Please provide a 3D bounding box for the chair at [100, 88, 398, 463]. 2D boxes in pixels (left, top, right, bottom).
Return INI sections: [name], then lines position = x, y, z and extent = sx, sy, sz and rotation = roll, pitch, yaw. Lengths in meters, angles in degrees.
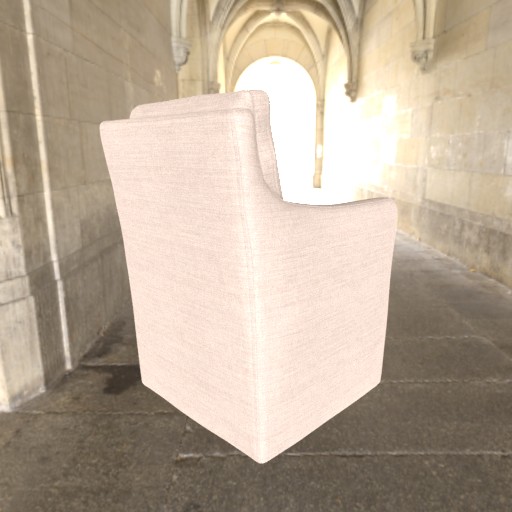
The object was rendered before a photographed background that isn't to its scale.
[chair]
position = 0.000, 0.000, 1.389
extent = 0.694, 0.914, 0.626
rotation = -13, 19, -43
